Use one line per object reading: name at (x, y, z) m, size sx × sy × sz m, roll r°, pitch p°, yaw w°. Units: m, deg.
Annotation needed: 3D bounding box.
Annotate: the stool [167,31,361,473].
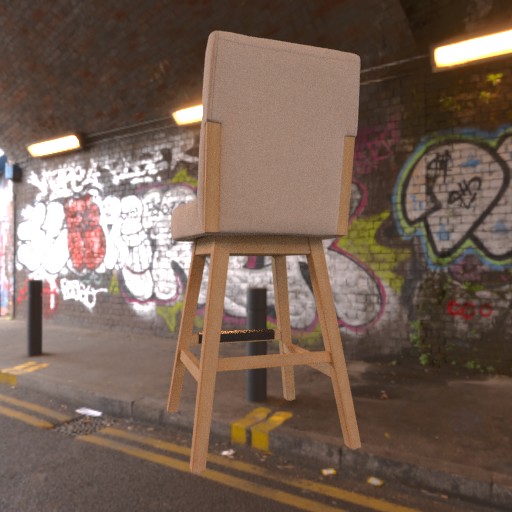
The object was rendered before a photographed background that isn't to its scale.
stool at (0.000, 0.000, 1.286) m, size 0.446 × 1.015 × 0.543 m, roll 0°, pitch -1°, yaw -18°
